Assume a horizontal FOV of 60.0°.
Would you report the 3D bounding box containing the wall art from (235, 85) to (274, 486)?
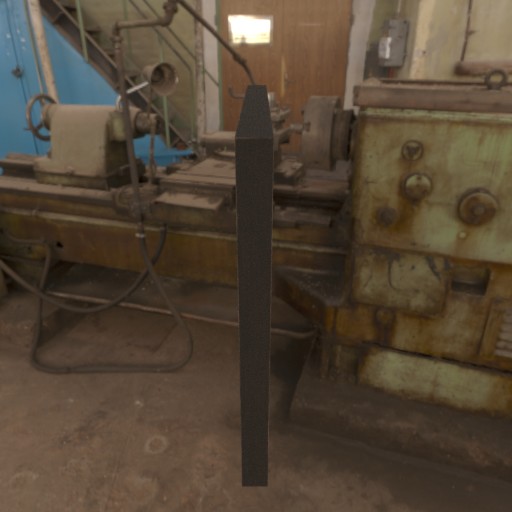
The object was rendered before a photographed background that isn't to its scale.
[{"bbox_3d":[0.000,0.000,0.769,0.038,0.508,0.508,0,26,0],"label":"wall art"}]
